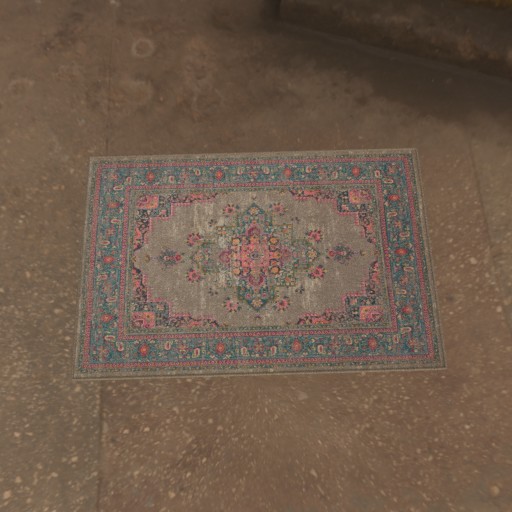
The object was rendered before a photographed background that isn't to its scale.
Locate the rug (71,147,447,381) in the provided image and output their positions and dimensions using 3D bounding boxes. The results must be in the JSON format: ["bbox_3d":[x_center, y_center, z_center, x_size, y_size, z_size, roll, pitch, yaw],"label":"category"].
[{"bbox_3d":[0.000,0.000,2.200,1.748,0.014,1.144,-2,75,0],"label":"rug"}]
